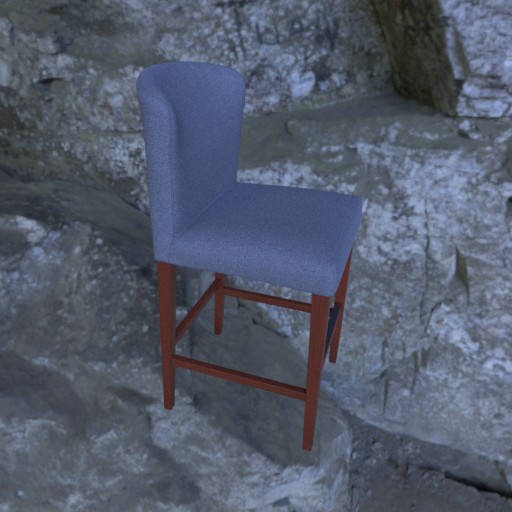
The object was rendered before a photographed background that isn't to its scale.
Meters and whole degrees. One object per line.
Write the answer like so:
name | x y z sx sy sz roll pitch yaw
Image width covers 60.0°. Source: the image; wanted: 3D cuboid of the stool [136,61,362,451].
stool | 0.000 0.000 1.356 0.568 1.069 0.481 10 32 17
